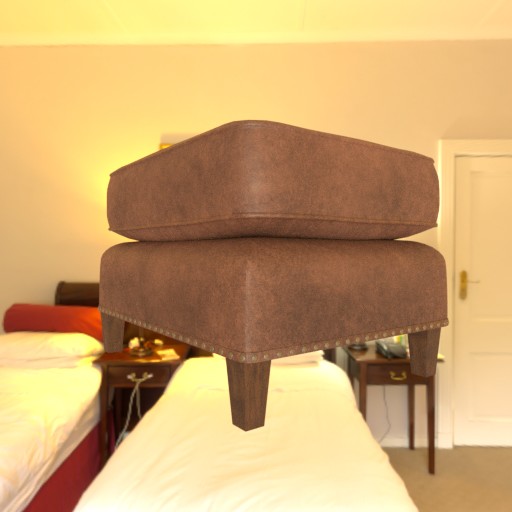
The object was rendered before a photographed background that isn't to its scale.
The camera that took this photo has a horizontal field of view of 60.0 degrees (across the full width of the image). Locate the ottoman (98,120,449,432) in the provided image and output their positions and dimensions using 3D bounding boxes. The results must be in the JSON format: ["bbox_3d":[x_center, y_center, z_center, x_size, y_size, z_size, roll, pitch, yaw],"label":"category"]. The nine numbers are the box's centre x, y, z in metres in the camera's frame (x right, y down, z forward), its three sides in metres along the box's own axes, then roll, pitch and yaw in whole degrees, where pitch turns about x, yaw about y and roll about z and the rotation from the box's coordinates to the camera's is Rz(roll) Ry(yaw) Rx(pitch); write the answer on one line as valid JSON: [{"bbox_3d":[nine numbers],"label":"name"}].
[{"bbox_3d":[0.000,0.000,1.132,0.589,0.537,0.738,-1,1,-37],"label":"ottoman"}]
